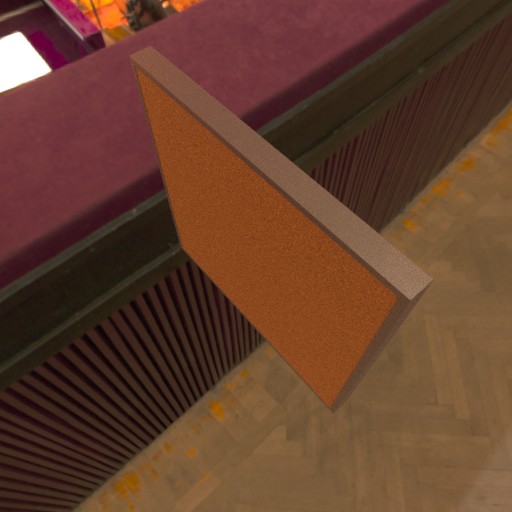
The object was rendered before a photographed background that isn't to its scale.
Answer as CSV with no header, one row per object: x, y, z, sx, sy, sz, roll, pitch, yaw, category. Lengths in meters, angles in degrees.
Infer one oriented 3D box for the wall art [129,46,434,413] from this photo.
0.000,0.000,0.518,0.028,0.349,0.349,-36,65,-20,wall art
